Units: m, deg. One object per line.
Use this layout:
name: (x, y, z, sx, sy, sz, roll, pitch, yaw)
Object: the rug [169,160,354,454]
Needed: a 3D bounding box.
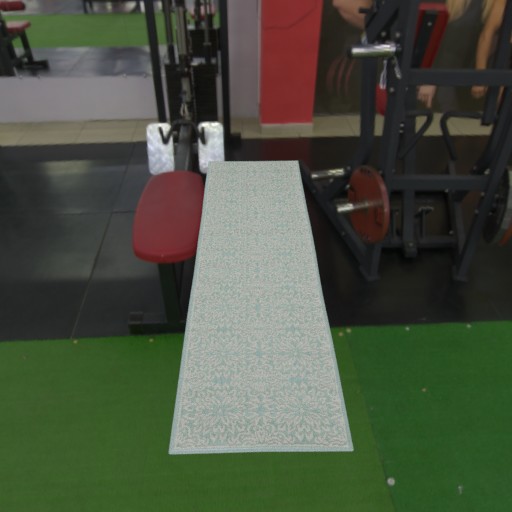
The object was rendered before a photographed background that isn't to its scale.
rug: (0.000, 0.000, 2.425, 0.662, 0.011, 2.196, -1, 40, -1)
